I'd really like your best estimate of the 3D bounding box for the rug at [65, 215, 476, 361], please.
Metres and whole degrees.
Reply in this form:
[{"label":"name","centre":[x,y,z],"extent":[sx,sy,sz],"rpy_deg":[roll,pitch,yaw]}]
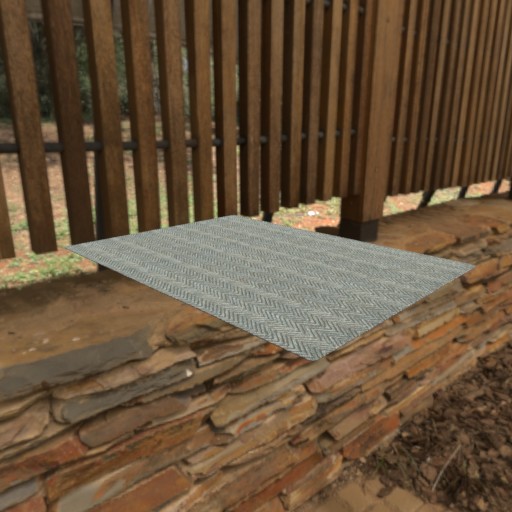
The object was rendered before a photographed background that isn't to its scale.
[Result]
[{"label":"rug","centre":[0.000,0.000,5.210],"extent":[2.894,0.011,3.957],"rpy_deg":[-16,23,-43]}]
